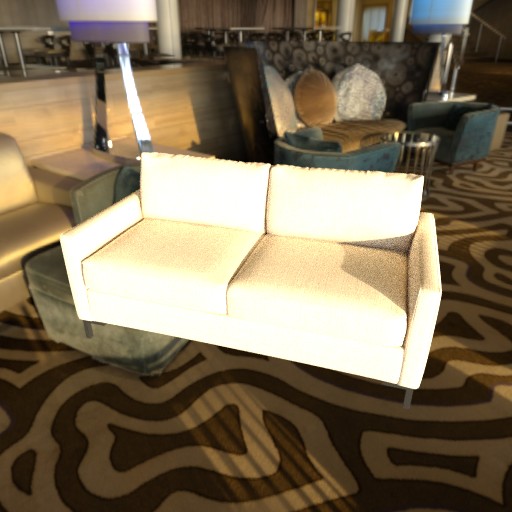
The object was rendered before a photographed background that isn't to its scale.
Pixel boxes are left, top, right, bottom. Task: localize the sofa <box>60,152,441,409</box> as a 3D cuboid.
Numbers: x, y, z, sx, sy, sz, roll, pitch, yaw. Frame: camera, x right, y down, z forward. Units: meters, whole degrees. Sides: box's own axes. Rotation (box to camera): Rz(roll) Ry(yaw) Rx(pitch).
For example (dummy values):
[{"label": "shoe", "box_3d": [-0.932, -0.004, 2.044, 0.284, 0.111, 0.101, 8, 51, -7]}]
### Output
[{"label": "sofa", "box_3d": [0.000, 0.000, 2.183, 1.651, 0.812, 0.839, 8, 28, 16]}]
